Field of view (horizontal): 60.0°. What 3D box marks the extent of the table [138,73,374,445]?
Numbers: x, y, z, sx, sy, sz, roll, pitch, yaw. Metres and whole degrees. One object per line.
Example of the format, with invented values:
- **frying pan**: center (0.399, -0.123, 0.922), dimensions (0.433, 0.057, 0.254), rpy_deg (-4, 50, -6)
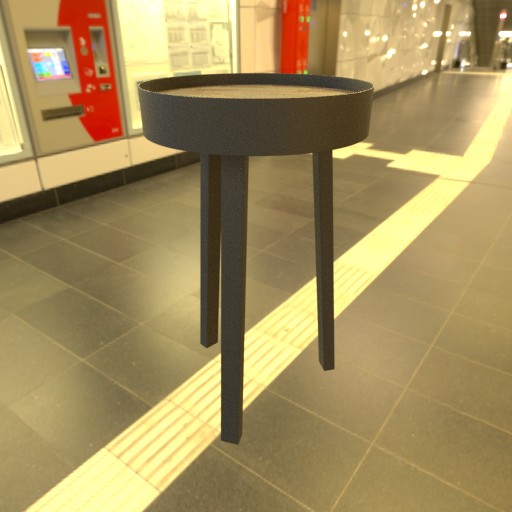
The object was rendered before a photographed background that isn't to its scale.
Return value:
- **table**: center (0.000, 0.000, 0.938), dimensions (0.406, 0.686, 0.406), rpy_deg (8, 28, 15)
